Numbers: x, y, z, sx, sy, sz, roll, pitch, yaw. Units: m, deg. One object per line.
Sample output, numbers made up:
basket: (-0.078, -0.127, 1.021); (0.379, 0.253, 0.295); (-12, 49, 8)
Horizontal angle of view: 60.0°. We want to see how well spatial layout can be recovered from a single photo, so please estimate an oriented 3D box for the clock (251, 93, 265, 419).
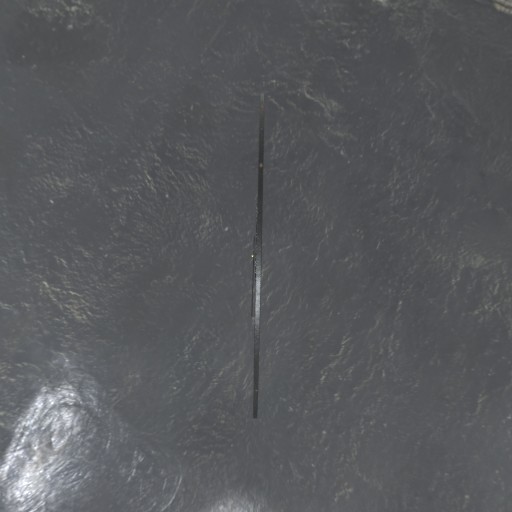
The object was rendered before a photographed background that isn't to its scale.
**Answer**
clock: (0.000, 0.000, 1.221); (0.025, 0.843, 0.843); (1, 75, 0)
